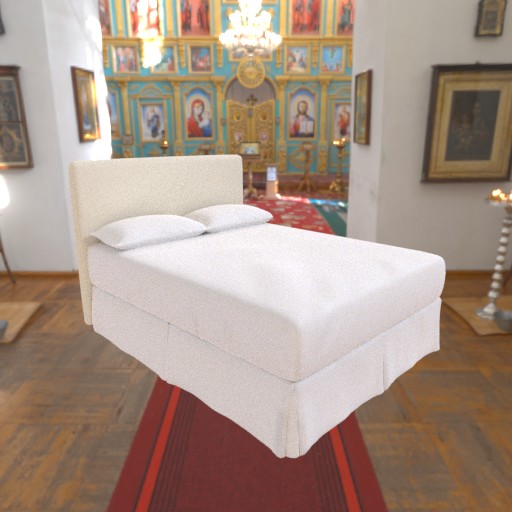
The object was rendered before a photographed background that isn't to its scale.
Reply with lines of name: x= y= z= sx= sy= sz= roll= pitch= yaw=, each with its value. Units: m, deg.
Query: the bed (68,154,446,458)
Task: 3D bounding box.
bed: x=0.000 y=0.000 z=3.177 sx=2.147 sy=1.330 sz=1.714 roll=14 pitch=21 yaw=43
